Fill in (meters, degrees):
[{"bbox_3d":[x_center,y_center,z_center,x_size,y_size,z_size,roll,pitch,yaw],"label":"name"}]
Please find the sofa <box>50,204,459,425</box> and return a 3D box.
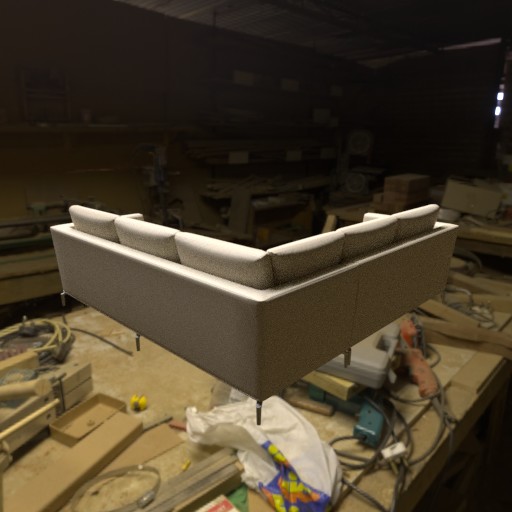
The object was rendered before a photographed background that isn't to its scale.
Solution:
[{"bbox_3d":[0.000,0.000,3.750,2.448,0.867,2.430,15,21,42],"label":"sofa"}]
